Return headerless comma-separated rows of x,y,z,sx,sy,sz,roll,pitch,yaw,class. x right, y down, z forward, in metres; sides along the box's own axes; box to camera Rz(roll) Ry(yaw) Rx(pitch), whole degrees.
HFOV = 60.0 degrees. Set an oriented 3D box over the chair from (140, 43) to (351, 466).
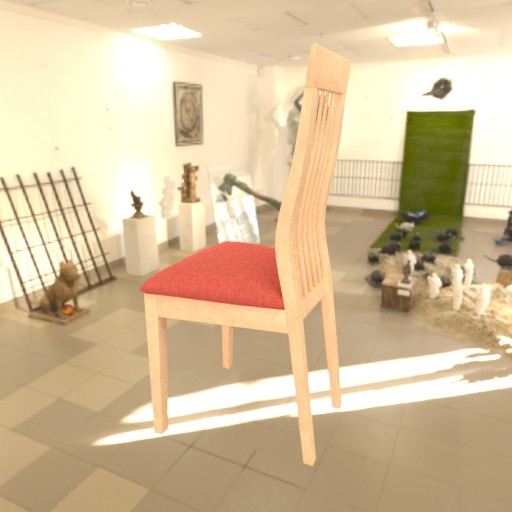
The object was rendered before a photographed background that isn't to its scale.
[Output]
0.000,0.000,1.252,0.474,1.027,0.460,8,18,24,chair
